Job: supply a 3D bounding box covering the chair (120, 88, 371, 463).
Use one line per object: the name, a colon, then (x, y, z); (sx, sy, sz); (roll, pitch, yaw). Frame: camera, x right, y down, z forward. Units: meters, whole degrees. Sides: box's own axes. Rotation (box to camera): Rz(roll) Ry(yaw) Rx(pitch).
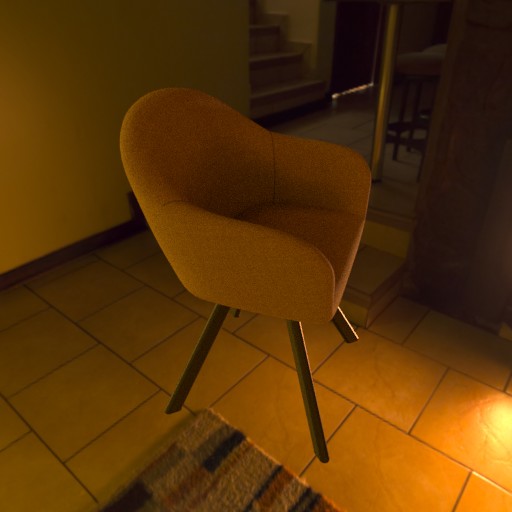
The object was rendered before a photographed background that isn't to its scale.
chair: (0.000, 0.000, 1.155); (0.550, 0.795, 0.590); (10, 32, 17)
